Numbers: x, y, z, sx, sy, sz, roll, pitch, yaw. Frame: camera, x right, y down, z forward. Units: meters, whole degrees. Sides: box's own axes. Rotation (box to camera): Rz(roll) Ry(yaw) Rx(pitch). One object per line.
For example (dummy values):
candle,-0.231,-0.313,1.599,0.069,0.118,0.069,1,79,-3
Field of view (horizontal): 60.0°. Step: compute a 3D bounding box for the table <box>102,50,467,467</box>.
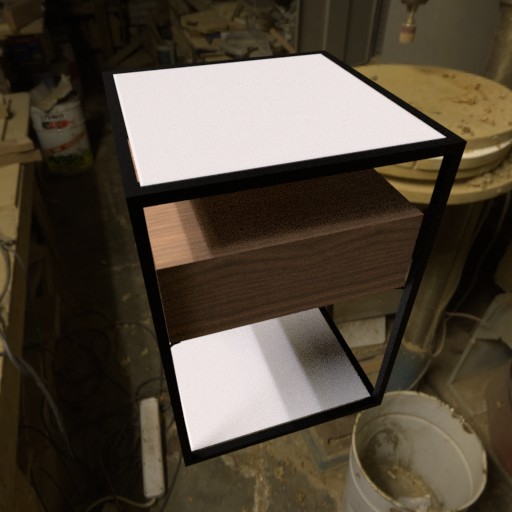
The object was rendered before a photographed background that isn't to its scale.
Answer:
table,0.000,0.000,0.765,0.378,0.540,0.378,-12,41,-14
